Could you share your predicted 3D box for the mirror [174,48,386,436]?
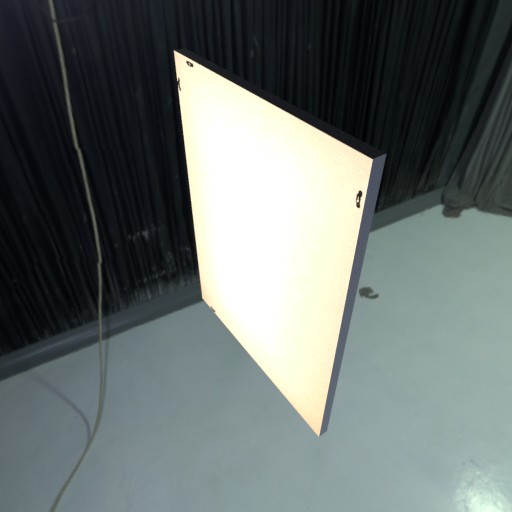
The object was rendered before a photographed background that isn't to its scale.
[{"bbox_3d":[0.000,0.000,1.360,0.040,1.016,0.762,-25,47,-26],"label":"mirror"}]
